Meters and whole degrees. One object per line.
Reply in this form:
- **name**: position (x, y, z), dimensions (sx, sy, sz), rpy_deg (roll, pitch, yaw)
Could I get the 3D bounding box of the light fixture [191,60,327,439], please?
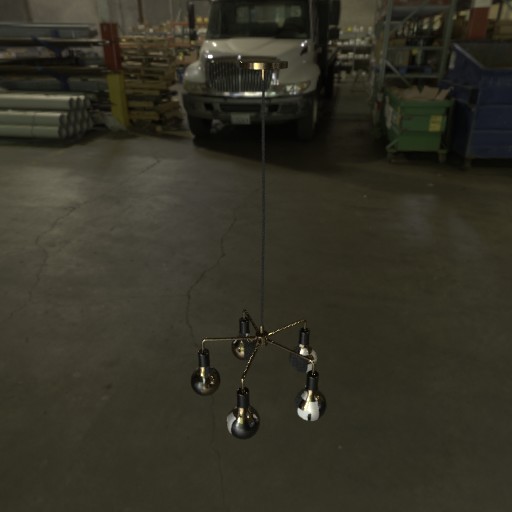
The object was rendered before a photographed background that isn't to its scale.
- **light fixture**: position (0.000, 0.000, 1.228), dimensions (0.421, 0.988, 0.438), rpy_deg (0, 26, -1)
